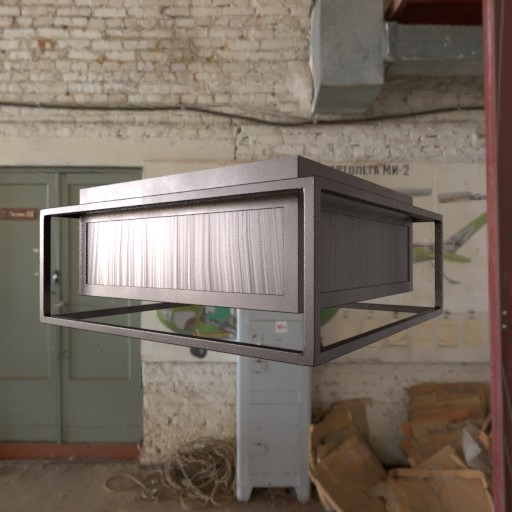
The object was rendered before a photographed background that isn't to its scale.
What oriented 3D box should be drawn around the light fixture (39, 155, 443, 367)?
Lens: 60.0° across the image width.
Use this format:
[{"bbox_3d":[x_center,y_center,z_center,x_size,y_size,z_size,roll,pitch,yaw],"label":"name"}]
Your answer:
[{"bbox_3d":[0.000,0.000,0.680,0.441,0.191,0.441,0,0,36],"label":"light fixture"}]
